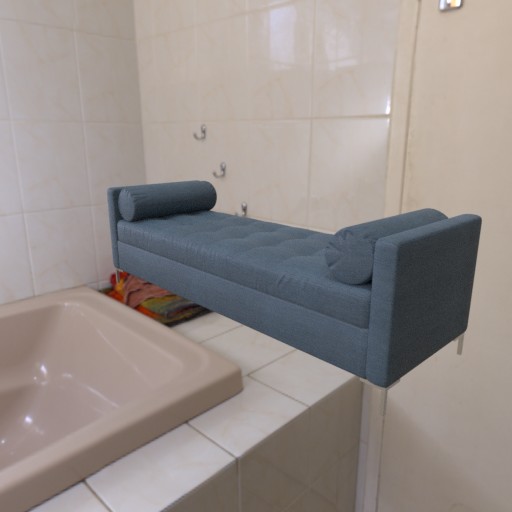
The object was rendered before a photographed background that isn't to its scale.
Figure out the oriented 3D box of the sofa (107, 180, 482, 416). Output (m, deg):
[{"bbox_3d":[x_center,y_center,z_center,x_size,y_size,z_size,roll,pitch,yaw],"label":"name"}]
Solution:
[{"bbox_3d":[0.000,0.000,2.352,0.686,0.635,1.981,-14,21,-42],"label":"sofa"}]
